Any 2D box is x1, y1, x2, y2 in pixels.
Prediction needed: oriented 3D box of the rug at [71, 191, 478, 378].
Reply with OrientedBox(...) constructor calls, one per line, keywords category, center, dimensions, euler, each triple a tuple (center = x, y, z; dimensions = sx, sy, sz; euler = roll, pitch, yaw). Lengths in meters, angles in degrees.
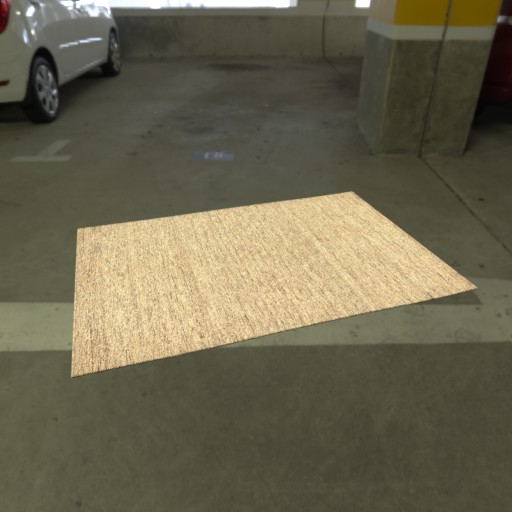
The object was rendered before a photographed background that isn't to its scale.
OrientedBox(category="rug", center=(0.000, 0.000, 2.961), dimensions=(2.283, 0.013, 1.547), euler=(-10, 32, -15))
